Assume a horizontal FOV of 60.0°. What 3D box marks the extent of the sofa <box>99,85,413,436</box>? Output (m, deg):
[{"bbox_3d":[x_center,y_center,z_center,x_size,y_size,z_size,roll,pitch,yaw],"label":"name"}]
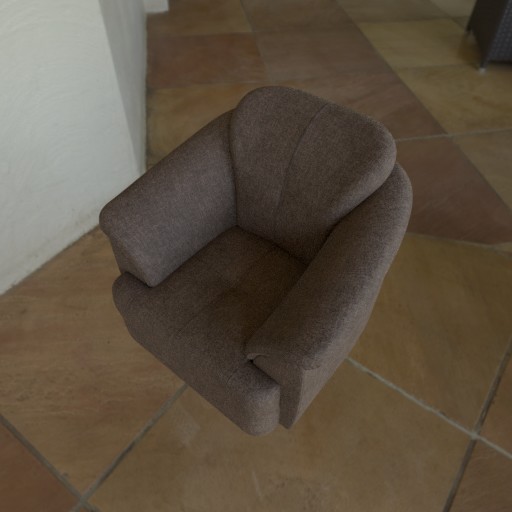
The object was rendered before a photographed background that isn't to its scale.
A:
[{"bbox_3d":[0.000,0.000,1.488,0.870,0.811,0.794,31,55,25],"label":"sofa"}]
